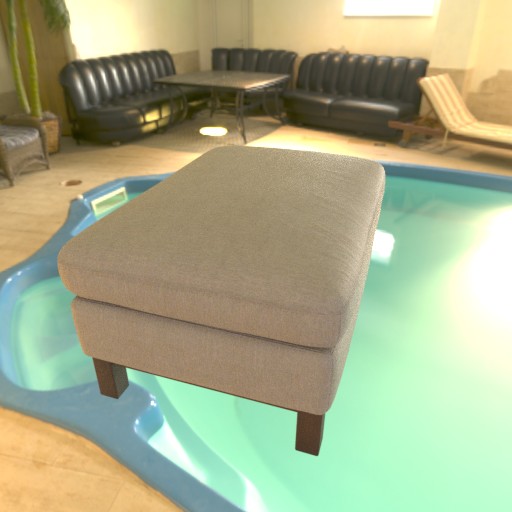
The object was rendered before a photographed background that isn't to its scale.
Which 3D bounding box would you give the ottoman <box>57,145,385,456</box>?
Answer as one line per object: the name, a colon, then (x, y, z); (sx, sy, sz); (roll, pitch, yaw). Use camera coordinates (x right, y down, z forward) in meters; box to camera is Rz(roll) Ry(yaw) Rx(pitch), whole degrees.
ottoman: (0.000, 0.000, 1.052); (0.528, 0.404, 0.735); (9, 30, 16)
